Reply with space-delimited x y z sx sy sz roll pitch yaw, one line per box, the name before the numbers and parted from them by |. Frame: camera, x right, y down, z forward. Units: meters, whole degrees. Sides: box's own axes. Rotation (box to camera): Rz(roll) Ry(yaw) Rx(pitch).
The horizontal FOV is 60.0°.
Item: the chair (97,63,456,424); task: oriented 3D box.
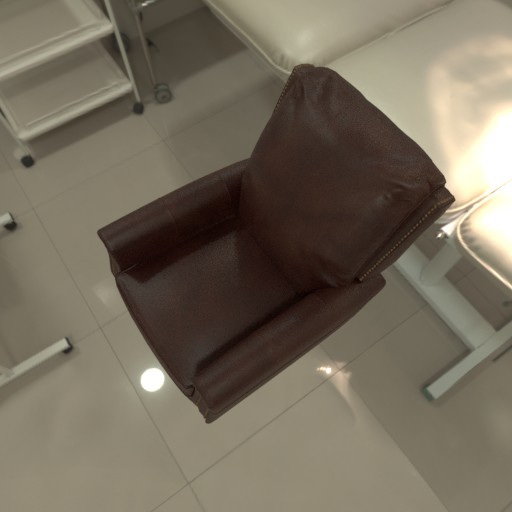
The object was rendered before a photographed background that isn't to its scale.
chair | 0.000 0.000 1.773 1.089 1.022 0.826 -32 69 -14
